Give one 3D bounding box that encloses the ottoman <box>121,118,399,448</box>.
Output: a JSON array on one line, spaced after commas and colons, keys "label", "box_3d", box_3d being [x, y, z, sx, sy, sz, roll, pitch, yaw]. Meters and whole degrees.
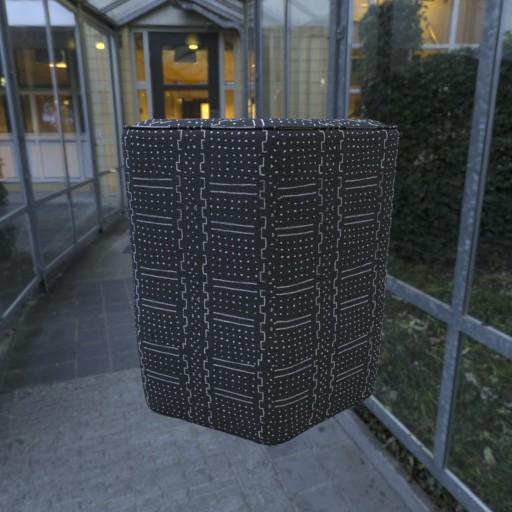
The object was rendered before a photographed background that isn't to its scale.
[{"label": "ottoman", "box_3d": [0.000, 0.000, 0.856, 0.443, 0.502, 0.494, -2, 16, -6]}]
